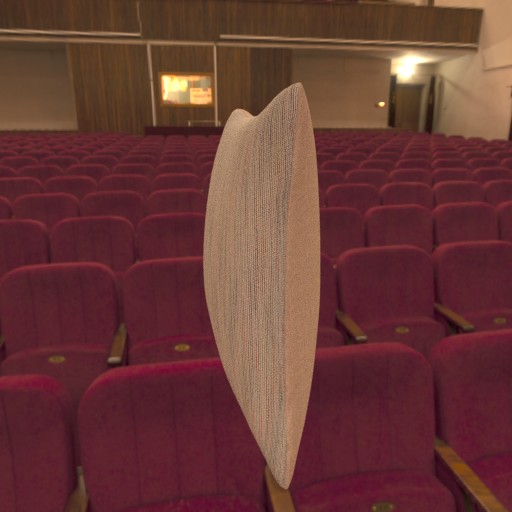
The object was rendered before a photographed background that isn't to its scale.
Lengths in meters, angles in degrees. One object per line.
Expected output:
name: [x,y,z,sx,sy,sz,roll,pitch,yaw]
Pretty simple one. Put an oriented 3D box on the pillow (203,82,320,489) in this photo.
pillow: [0.000,0.000,0.760,0.178,0.506,0.512,-3,15,-9]
